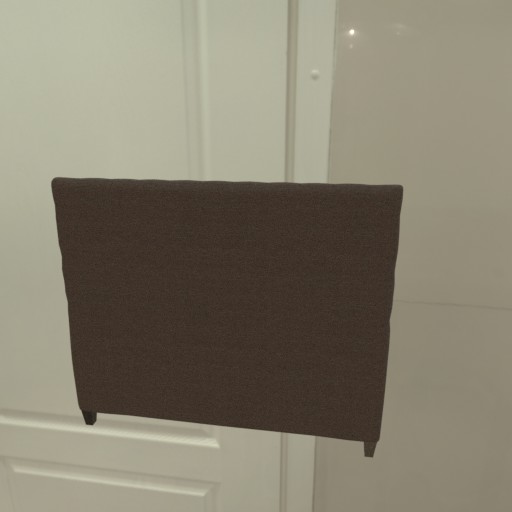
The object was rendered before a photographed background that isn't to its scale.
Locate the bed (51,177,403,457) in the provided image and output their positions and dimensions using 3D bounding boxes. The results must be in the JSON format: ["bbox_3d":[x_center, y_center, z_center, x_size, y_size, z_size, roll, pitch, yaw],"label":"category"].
[{"bbox_3d":[0.000,0.000,3.347,1.698,1.427,2.387,3,17,9],"label":"bed"}]
